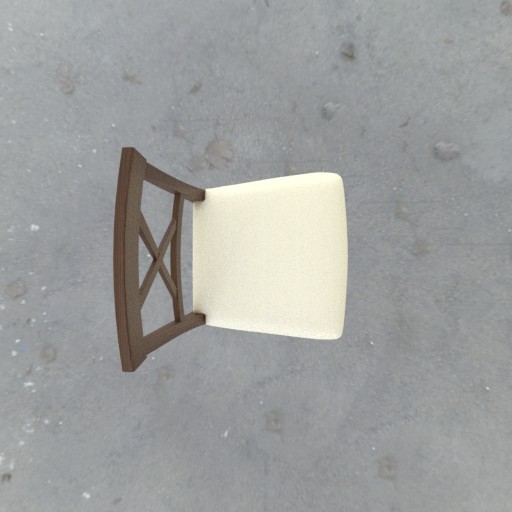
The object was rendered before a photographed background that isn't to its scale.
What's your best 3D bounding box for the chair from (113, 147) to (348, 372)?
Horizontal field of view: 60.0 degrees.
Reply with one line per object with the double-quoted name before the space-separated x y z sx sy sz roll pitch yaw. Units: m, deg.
"chair" 0.000 0.000 1.184 0.480 0.913 0.440 0 90 -1
